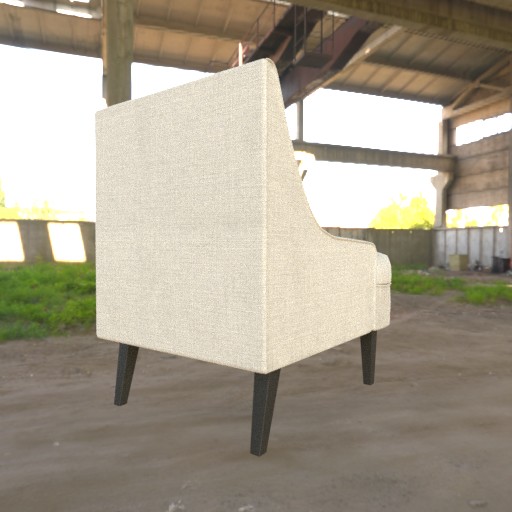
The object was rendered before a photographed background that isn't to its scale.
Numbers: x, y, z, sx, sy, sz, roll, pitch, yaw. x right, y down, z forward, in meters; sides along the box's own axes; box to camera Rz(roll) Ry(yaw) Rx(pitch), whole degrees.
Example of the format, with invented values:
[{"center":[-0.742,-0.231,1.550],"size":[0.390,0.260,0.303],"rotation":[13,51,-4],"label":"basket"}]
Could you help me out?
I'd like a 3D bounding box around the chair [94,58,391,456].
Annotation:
[{"center":[0.000,0.000,1.439],"size":[0.658,0.891,0.772],"rotation":[1,2,37],"label":"chair"}]
